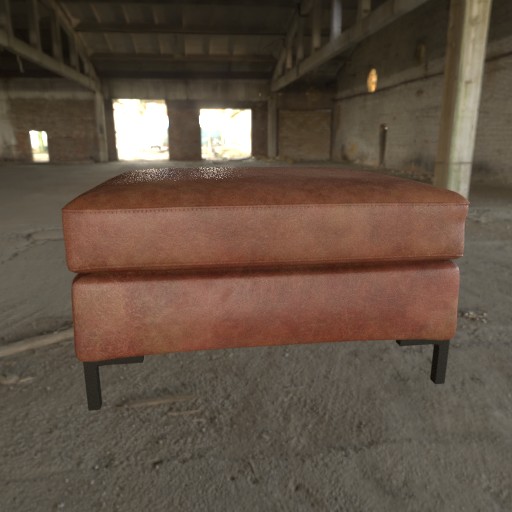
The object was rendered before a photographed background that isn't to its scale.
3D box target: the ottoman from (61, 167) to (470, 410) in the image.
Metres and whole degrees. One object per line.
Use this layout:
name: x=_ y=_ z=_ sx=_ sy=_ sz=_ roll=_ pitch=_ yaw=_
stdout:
ottoman: x=0.000 y=0.000 z=1.753 sx=1.186 sy=0.667 sz=0.965 roll=-2 pitch=15 yaw=-7
